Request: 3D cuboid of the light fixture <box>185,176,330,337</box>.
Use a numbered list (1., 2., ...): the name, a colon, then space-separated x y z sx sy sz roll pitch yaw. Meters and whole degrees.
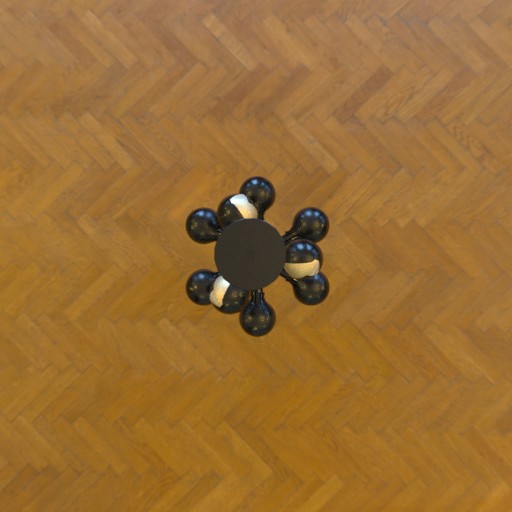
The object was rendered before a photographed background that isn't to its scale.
1. light fixture: 0.000 0.000 1.104 0.420 0.859 0.468 0 90 1
